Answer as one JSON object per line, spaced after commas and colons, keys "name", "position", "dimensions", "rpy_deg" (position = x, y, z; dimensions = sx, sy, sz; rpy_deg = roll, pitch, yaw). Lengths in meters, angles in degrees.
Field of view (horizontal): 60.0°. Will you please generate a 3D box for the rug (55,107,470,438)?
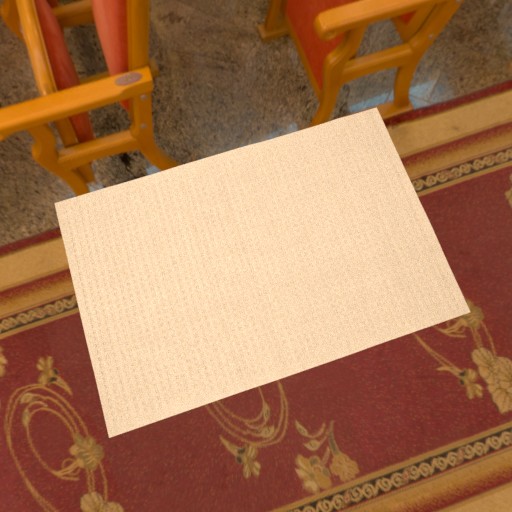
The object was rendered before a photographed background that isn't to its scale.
{"name": "rug", "position": [0.000, 0.000, 2.825], "dimensions": [2.289, 0.006, 1.523], "rpy_deg": [-18, 75, -5]}
